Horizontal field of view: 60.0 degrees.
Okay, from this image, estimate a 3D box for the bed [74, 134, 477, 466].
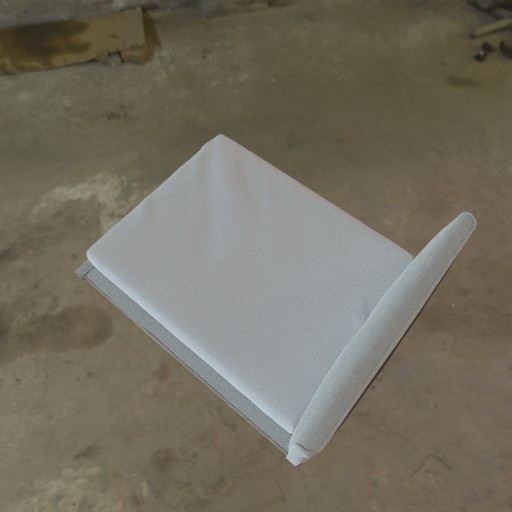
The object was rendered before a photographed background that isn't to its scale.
[{"bbox_3d":[0.000,0.000,3.560,2.498,1.126,1.980,36,68,17],"label":"bed"}]
